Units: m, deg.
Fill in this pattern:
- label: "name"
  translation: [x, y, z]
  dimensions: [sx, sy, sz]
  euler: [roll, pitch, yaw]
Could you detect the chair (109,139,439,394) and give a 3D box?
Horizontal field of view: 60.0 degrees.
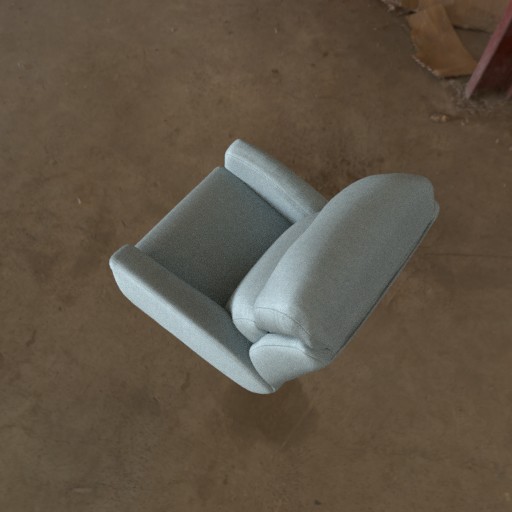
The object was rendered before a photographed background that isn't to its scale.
- label: "chair"
  translation: [0.000, 0.000, 1.687]
  dimensions: [0.940, 1.016, 0.794]
  euler: [35, 68, 16]
